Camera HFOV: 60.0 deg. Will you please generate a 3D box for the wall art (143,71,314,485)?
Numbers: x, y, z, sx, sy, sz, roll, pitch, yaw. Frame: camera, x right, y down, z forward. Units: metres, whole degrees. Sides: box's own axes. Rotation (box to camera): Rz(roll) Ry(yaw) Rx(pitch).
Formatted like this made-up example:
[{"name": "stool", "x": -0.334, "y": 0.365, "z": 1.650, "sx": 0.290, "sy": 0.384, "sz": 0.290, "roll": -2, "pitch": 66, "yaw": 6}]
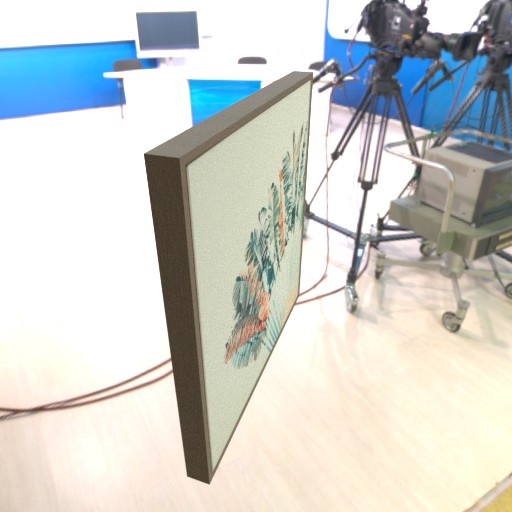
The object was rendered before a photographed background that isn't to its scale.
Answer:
[{"name": "wall art", "x": 0.000, "y": 0.000, "z": 0.744, "sx": 0.038, "sy": 0.506, "sz": 0.508, "roll": 11, "pitch": 33, "yaw": 17}]
